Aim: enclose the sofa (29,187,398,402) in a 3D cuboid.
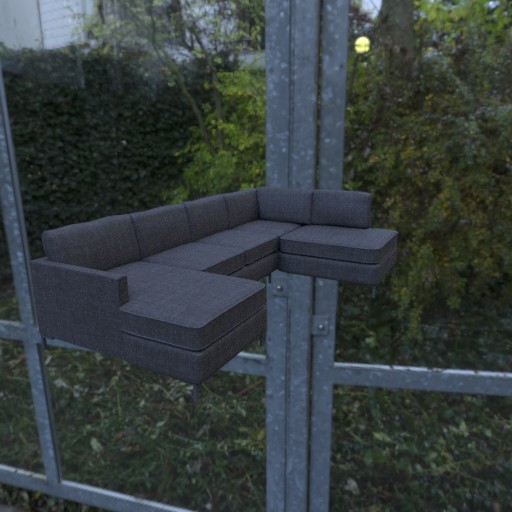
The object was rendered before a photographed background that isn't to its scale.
[{"bbox_3d":[0.000,0.000,4.320,2.048,0.999,3.423,8,17,27],"label":"sofa"}]
